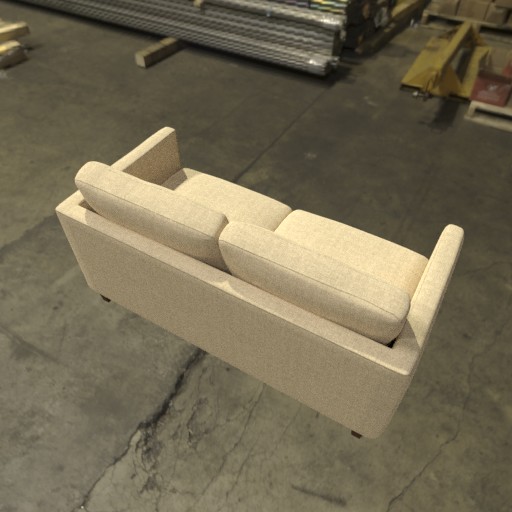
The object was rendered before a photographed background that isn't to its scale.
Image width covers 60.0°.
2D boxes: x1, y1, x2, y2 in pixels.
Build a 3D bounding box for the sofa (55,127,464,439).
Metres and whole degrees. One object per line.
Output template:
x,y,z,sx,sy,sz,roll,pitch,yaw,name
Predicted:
0.000,0.000,2.413,1.884,0.963,0.950,23,52,20,sofa
